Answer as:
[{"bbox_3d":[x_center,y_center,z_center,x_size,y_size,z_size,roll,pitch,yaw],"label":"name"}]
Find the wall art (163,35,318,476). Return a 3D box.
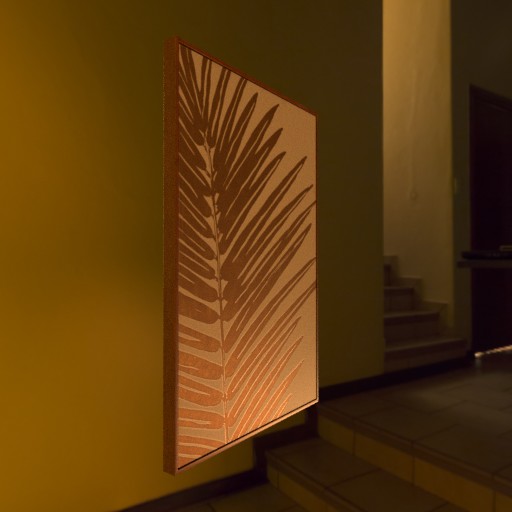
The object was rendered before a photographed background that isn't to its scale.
[{"bbox_3d":[0.000,0.000,1.174,0.037,0.914,0.610,-1,-1,37],"label":"wall art"}]
